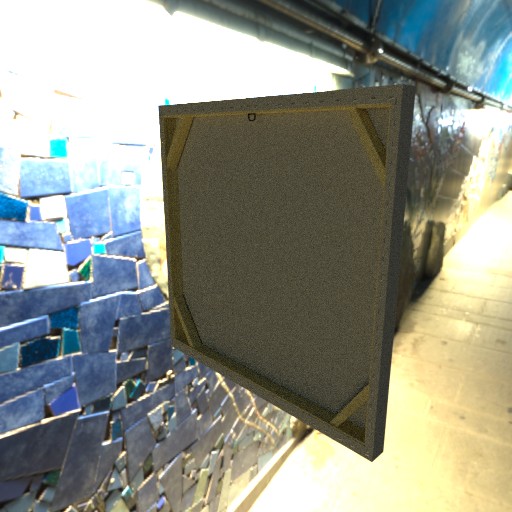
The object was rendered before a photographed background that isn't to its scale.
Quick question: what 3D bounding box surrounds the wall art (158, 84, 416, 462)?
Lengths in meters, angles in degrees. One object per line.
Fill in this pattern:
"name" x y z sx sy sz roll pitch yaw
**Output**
"wall art" 0.000 0.000 0.904 0.038 0.610 0.610 -14 21 -42
